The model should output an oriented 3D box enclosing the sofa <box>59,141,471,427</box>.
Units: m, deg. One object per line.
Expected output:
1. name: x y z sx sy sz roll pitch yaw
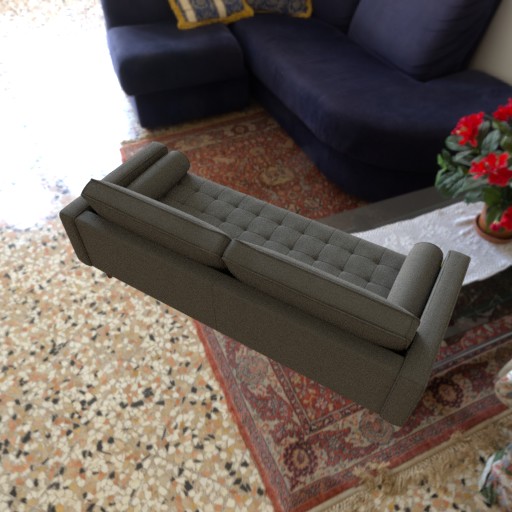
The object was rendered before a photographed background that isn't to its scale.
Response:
1. sofa: 0.000 0.000 2.637 2.198 0.762 0.914 23 52 20
